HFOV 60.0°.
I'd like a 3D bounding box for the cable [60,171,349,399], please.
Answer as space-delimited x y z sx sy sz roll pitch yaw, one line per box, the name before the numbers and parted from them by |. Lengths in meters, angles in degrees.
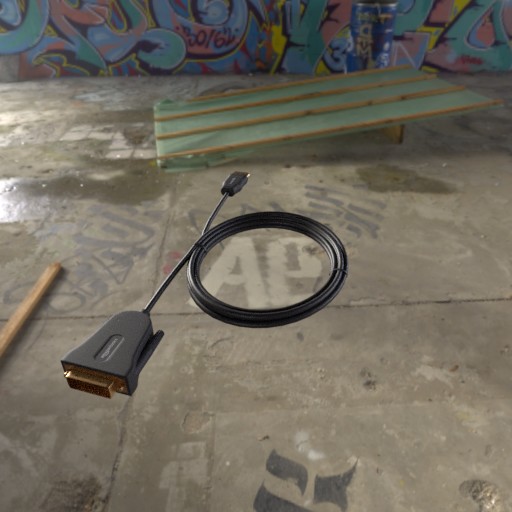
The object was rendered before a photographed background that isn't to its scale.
cable | 0.000 0.000 0.327 0.136 0.015 0.281 10 35 14
